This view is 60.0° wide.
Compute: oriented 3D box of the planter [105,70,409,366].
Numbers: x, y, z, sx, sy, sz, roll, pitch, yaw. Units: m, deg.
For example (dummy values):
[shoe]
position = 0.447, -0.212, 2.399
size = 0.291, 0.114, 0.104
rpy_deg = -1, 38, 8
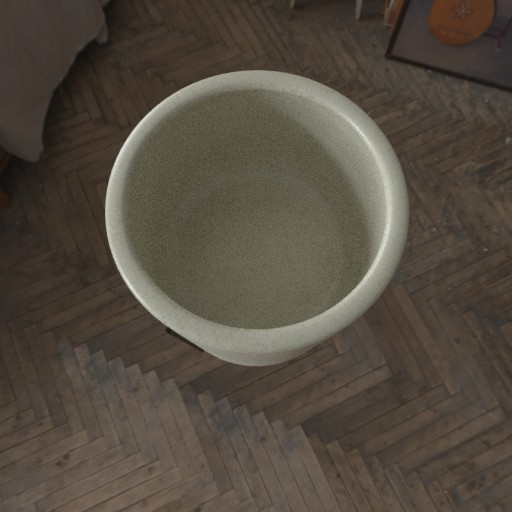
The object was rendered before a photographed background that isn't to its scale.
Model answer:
[planter]
position = 0.000, 0.000, 0.701
size = 0.324, 0.483, 0.333
rpy_deg = -18, 75, -5
